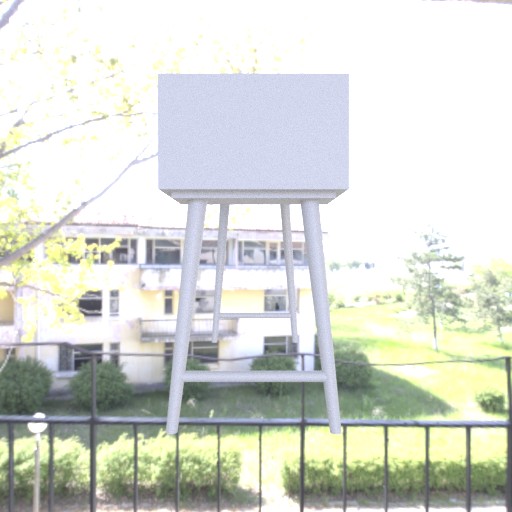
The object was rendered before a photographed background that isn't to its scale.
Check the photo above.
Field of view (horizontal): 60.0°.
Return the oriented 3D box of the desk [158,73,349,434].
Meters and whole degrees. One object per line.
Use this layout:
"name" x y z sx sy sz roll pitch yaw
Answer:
"desk" 0.000 0.000 1.456 0.409 0.761 1.069 0 0 0
